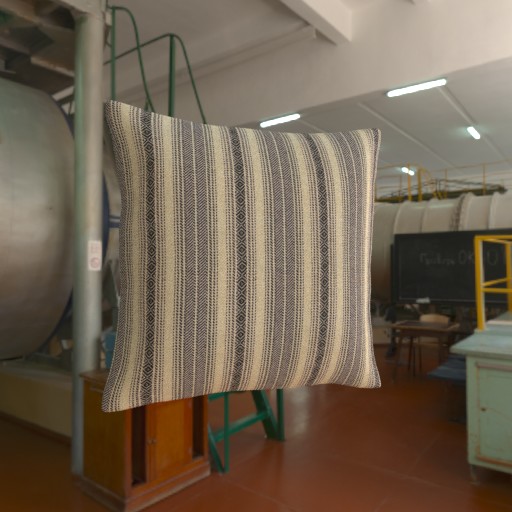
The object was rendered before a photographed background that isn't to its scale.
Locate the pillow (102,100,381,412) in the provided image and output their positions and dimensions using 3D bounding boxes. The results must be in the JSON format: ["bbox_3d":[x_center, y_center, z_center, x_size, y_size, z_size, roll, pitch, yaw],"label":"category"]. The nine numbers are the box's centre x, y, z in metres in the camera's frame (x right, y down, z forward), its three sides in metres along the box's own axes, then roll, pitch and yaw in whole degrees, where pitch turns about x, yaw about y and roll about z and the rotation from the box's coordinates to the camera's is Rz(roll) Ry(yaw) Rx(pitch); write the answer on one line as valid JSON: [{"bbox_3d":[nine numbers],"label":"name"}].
[{"bbox_3d":[0.000,0.000,0.796,0.520,0.508,0.166,0,-1,-17],"label":"pillow"}]
